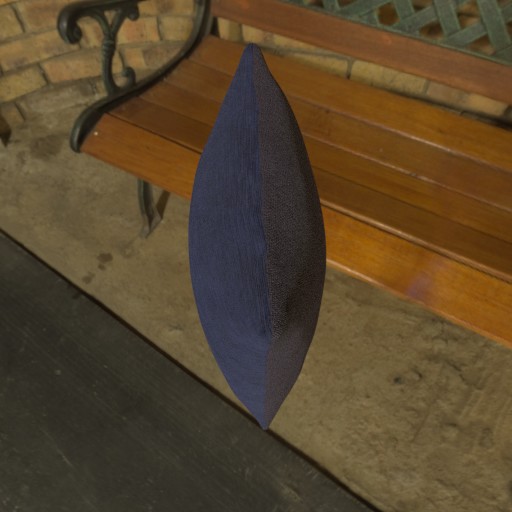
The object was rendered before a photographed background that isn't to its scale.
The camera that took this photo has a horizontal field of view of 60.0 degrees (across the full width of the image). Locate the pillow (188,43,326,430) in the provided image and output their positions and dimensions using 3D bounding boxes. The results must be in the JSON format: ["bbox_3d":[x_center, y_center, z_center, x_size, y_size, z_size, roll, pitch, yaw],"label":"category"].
[{"bbox_3d":[0.000,0.000,0.704,0.204,0.439,0.452,-2,59,-1],"label":"pillow"}]
